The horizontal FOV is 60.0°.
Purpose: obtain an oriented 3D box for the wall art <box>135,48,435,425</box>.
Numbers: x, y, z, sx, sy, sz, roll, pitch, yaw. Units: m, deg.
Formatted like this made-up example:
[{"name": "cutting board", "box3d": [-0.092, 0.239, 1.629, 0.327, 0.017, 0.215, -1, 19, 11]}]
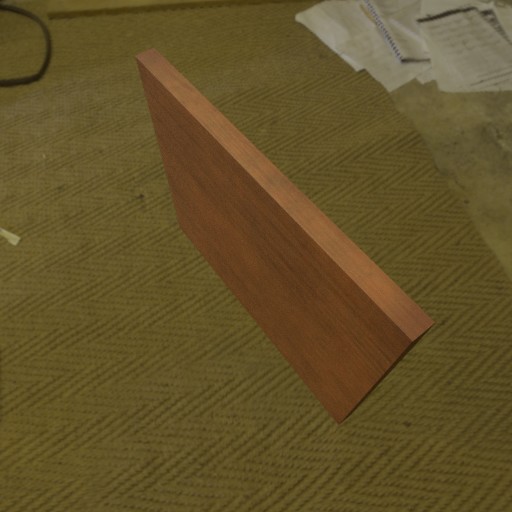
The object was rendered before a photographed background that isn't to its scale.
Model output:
[{"name": "wall art", "box3d": [0.000, 0.000, 0.751, 0.033, 0.457, 0.558, -33, 65, -18]}]
